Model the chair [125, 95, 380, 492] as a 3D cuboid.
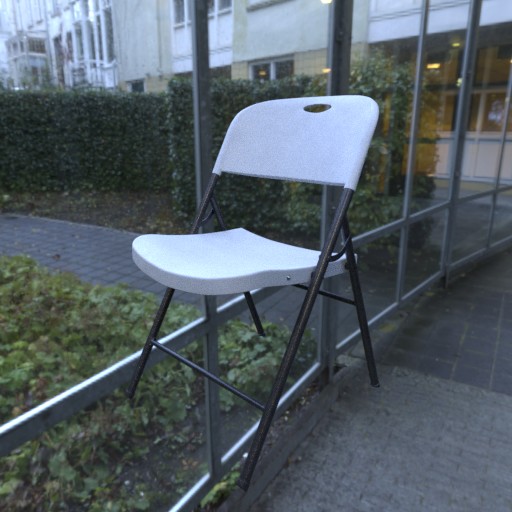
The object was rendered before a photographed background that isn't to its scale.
[{"bbox_3d":[0.000,0.000,1.162,0.494,0.810,0.566,16,23,42],"label":"chair"}]
